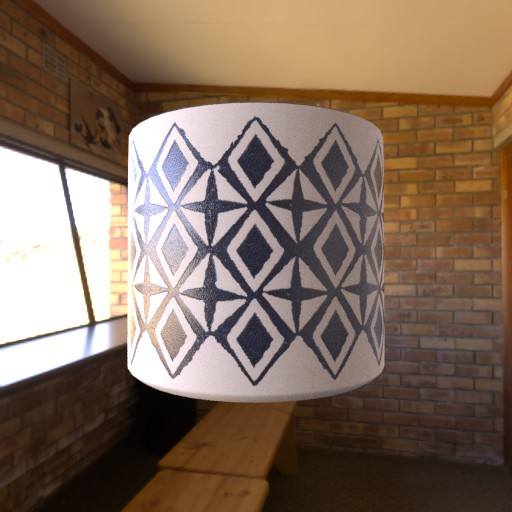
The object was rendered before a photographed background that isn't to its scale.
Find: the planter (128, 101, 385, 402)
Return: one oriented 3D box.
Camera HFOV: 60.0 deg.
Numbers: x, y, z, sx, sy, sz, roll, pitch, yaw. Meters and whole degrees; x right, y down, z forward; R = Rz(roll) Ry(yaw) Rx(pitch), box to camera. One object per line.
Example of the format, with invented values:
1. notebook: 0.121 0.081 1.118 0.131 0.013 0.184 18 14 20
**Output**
1. planter: 0.000 0.000 0.327 0.182 0.165 0.182 0 -1 0
